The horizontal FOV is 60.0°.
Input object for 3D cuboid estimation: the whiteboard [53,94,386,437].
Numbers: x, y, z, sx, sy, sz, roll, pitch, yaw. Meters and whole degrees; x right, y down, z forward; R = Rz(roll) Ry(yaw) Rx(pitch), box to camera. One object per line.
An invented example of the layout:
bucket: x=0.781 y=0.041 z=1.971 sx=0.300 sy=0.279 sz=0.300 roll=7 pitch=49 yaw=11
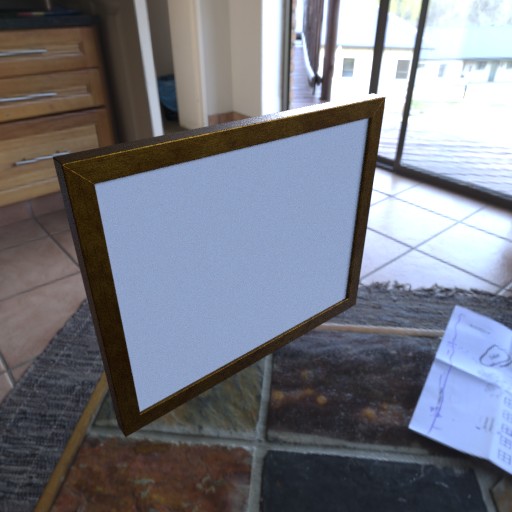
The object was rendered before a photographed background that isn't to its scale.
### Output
whiteboard: x=0.000 y=0.000 z=0.756 sx=0.561 sy=0.457 sz=0.029 roll=-22 pitch=38 yaw=-32
